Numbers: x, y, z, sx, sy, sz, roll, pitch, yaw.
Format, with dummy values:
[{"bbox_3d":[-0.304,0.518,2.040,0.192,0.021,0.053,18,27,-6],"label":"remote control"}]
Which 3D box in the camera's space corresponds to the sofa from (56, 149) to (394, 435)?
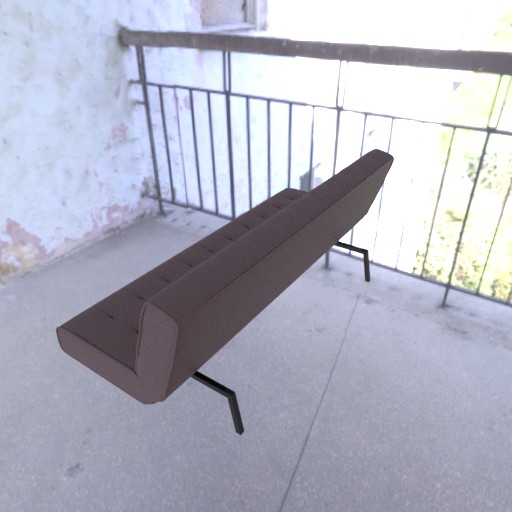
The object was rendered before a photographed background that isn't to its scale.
[{"bbox_3d":[0.000,0.000,2.135,0.747,0.699,1.703,20,36,29],"label":"sofa"}]
